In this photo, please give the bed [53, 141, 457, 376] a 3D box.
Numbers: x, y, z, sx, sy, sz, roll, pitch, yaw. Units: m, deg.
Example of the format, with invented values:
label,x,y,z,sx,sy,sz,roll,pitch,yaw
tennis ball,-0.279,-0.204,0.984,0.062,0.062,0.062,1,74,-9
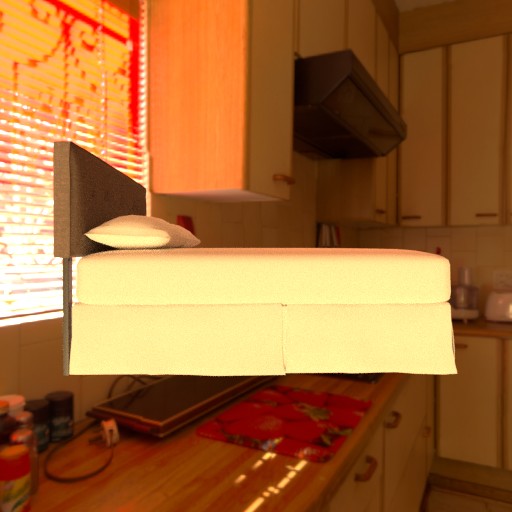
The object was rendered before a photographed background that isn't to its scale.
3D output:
label,x,y,z,sx,sy,sz,roll,pitch,yaw
bed,0.000,0.000,2.824,1.894,1.089,1.610,0,1,-2
